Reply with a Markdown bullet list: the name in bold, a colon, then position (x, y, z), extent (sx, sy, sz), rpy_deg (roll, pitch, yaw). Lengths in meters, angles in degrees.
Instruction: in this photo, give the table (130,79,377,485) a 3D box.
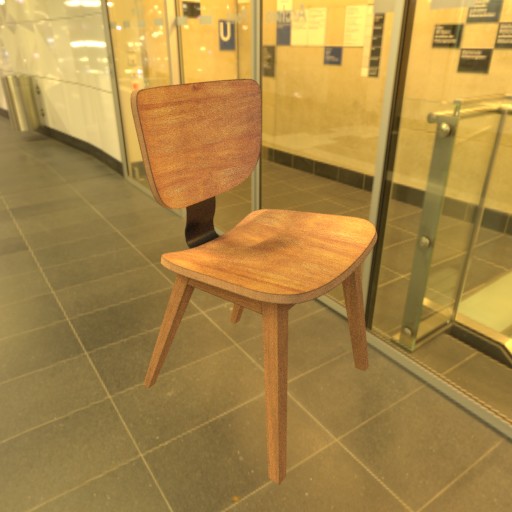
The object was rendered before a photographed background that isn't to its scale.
- **table**: position (0.000, 0.000, 1.127), extent (0.500, 0.805, 0.499), rpy_deg (18, 31, 32)
